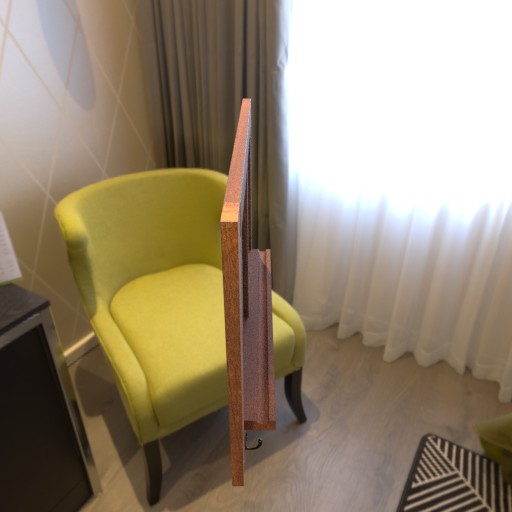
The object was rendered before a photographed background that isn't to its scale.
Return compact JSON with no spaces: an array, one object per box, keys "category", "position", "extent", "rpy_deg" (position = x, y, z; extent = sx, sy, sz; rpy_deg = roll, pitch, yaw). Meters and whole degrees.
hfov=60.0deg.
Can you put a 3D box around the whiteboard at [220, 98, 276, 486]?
[{"category":"whiteboard","position":[0.000,0.000,1.040],"extent":[0.083,0.559,0.783],"rpy_deg":[0,30,1]}]
